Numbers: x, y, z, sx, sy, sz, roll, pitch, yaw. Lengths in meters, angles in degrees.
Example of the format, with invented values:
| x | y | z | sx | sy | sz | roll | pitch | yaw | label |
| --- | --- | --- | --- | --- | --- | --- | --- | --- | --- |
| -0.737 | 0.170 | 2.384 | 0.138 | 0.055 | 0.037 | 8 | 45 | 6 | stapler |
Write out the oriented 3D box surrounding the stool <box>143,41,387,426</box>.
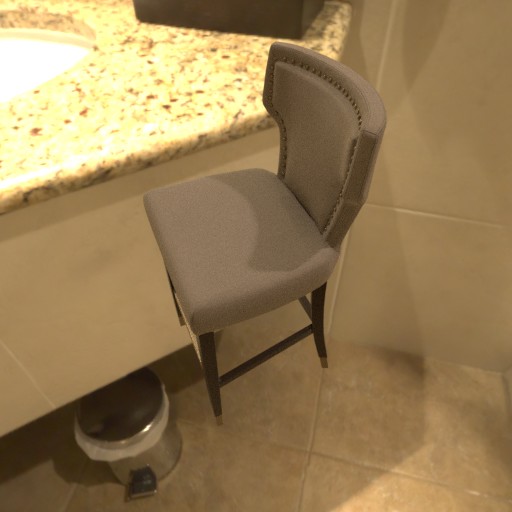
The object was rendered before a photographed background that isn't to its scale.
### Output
| x | y | z | sx | sy | sz | roll | pitch | yaw | label |
| --- | --- | --- | --- | --- | --- | --- | --- | --- | --- |
| 0.000 | 0.000 | 1.400 | 0.563 | 1.092 | 0.526 | -17 | 49 | -15 | stool |
